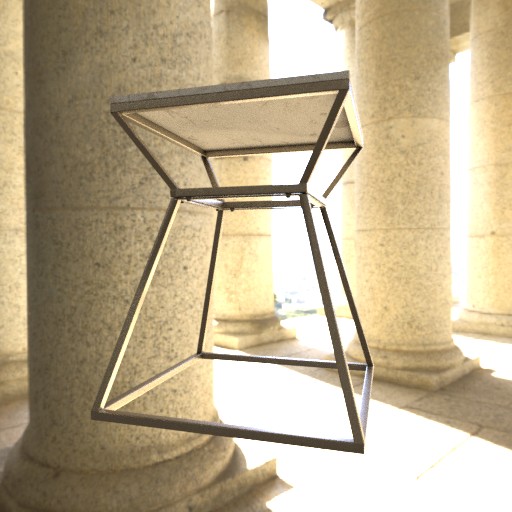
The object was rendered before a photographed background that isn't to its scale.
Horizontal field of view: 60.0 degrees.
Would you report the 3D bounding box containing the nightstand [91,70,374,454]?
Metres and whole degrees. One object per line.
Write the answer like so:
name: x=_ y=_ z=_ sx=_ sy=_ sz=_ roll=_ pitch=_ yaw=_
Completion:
nightstand: x=0.000 y=0.000 z=0.905 sx=0.455 sy=0.554 sz=0.455 roll=0 pitch=1 yaw=16
